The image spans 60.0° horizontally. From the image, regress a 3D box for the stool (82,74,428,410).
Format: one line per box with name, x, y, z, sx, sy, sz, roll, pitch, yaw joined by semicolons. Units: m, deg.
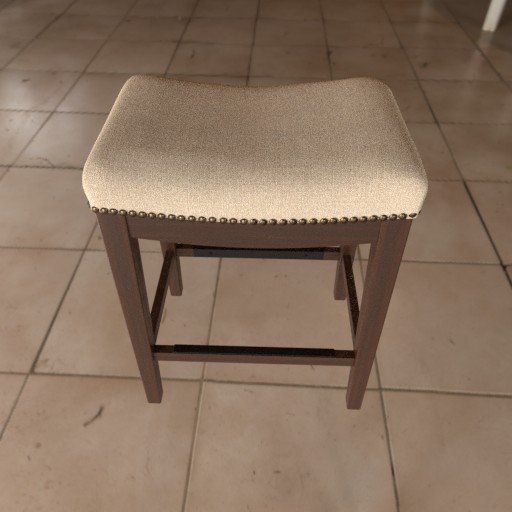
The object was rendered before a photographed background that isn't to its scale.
stool;0.000;0.000;0.950;0.509;0.669;0.363;1;46;1
